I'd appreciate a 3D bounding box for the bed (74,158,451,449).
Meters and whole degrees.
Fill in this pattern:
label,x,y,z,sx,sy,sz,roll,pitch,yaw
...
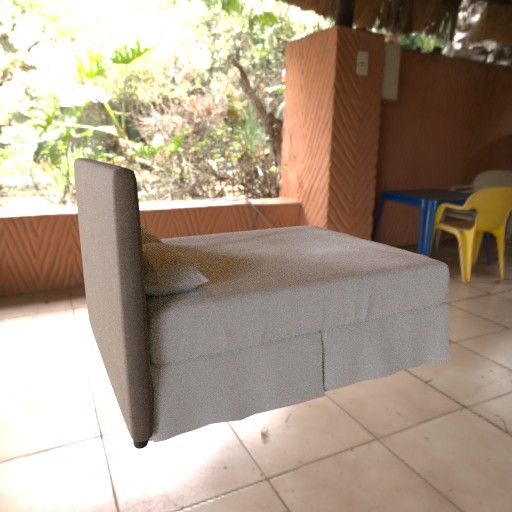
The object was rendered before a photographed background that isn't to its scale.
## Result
label,x,y,z,sx,sy,sz,roll,pitch,yaw
bed,0.000,0.000,3.078,2.142,1.330,1.723,-7,16,-26
